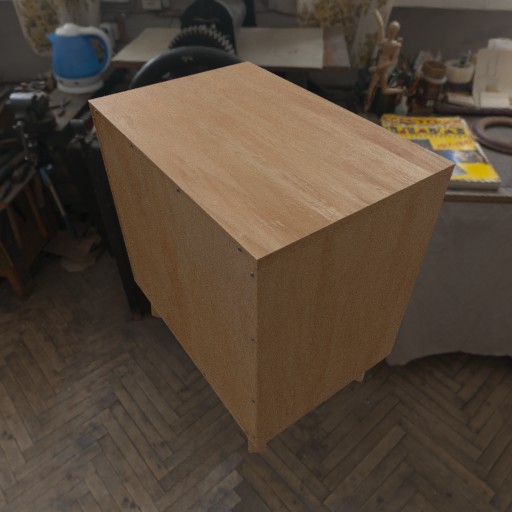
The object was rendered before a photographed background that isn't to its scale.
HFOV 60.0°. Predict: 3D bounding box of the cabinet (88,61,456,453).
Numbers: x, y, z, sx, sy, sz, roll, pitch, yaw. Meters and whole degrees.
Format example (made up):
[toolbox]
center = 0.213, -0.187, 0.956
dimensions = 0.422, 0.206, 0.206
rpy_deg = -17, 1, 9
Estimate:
[cabinet]
center = 0.000, 0.000, 0.963
dimensions = 0.394, 0.599, 0.551
rpy_deg = -26, 48, -26
